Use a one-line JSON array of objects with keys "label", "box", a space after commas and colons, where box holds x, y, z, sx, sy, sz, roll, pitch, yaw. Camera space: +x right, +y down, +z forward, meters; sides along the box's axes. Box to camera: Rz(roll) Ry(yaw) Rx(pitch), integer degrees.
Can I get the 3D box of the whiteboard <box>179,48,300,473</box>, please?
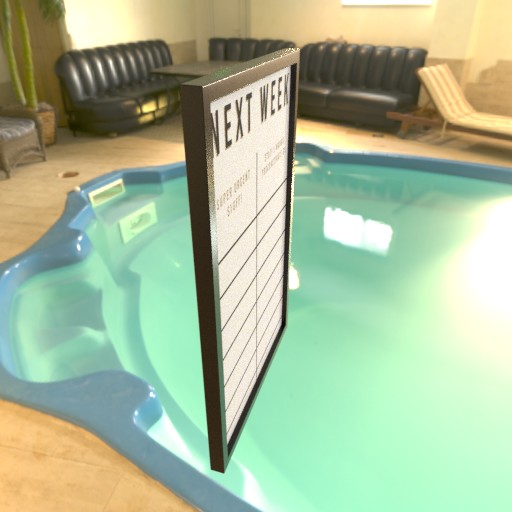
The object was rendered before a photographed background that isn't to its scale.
[{"label": "whiteboard", "box": [0.000, 0.000, 0.754, 0.026, 0.611, 0.406, 9, 31, 16]}]
